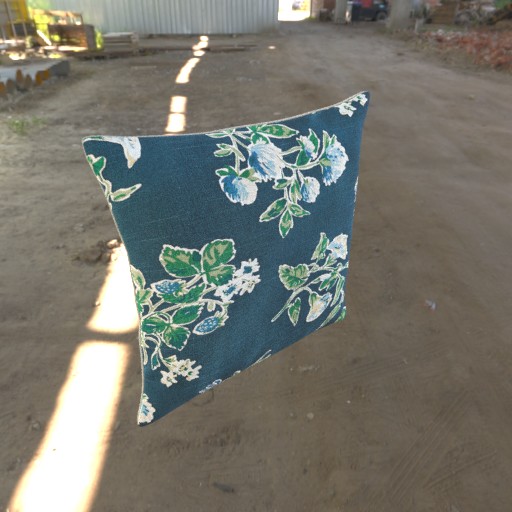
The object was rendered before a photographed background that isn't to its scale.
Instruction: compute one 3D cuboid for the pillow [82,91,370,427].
[{"bbox_3d":[0.000,0.000,0.794,0.525,0.508,0.166,-21,36,-32],"label":"pillow"}]
